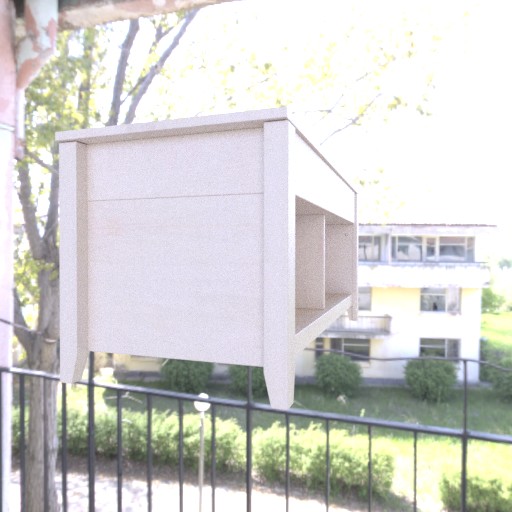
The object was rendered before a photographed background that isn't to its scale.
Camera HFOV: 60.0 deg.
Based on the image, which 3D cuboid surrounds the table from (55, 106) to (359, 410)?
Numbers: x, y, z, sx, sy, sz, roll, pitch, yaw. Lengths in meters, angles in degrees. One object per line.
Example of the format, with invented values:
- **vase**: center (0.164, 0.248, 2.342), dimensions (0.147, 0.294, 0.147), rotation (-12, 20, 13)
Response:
- **table**: center (0.000, 0.000, 1.252), dimensions (0.457, 0.483, 1.016), rotation (0, 1, 19)
